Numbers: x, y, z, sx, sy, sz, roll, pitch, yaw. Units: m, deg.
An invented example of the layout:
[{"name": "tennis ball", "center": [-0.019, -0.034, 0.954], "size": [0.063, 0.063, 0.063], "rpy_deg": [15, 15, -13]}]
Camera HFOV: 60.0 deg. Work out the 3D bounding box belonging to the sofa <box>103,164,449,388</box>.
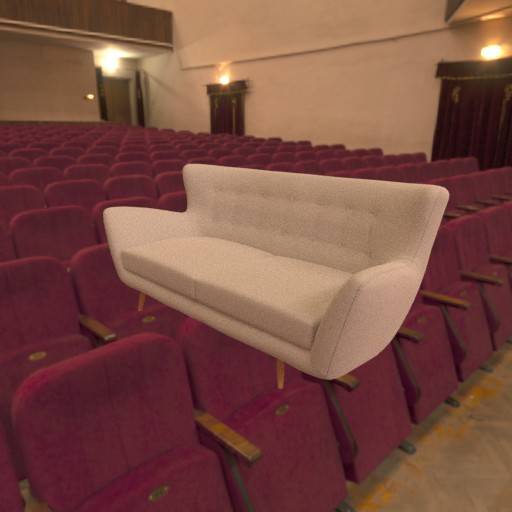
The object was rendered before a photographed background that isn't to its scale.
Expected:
[{"name": "sofa", "center": [0.000, 0.000, 2.464], "size": [0.899, 0.890, 1.930], "rpy_deg": [-15, 22, -42]}]
